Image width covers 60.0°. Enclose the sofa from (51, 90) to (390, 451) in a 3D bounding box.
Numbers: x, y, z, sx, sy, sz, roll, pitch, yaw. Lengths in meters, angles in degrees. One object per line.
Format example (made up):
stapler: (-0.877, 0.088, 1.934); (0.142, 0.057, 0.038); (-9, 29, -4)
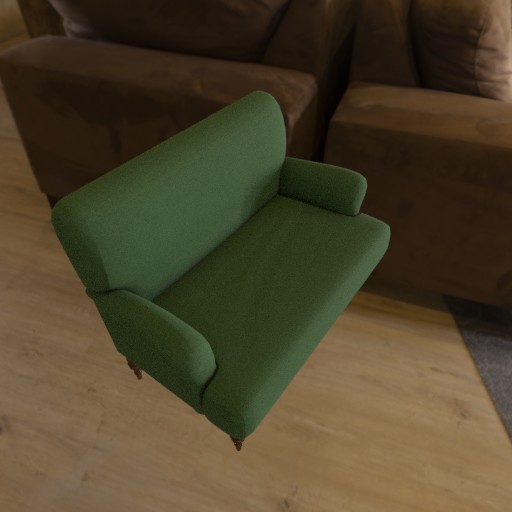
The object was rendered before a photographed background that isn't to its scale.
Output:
sofa: (0.000, 0.000, 1.861); (0.779, 0.889, 1.297); (25, 48, 25)
